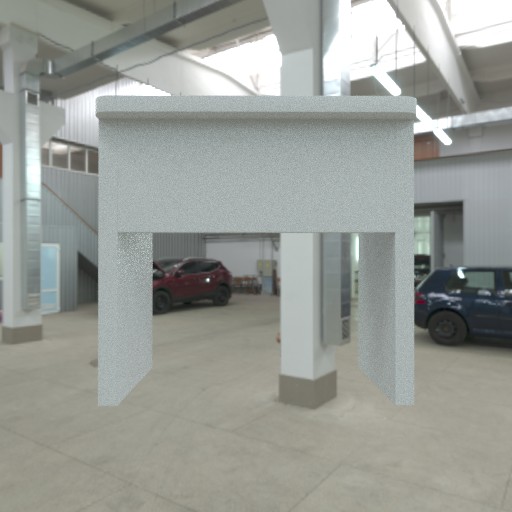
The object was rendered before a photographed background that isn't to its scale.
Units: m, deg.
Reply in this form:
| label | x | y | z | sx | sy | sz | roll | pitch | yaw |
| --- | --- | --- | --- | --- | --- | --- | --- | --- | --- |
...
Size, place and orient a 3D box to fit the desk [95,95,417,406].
| label | x | y | z | sx | sy | sz | roll | pitch | yaw |
| --- | --- | --- | --- | --- | --- | --- | --- | --- | --- |
| desk | 0.000 | 0.000 | 1.274 | 0.790 | 0.760 | 0.446 | 0 | 0 | 0 |
